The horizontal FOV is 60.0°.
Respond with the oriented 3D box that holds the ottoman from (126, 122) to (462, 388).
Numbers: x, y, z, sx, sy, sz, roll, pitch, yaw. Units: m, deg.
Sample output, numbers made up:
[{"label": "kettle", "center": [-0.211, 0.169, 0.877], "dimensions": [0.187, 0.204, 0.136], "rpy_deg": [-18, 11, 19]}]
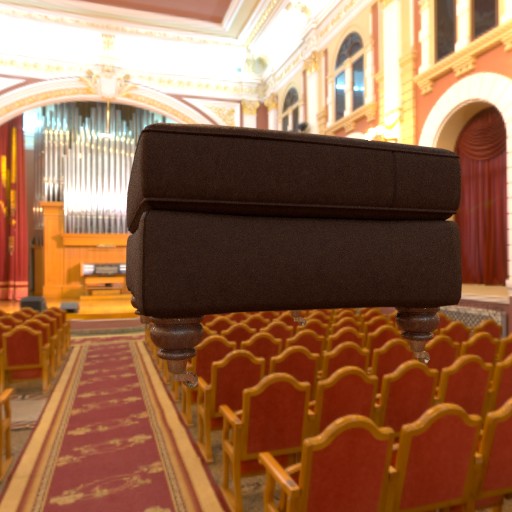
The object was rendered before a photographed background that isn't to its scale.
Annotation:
[{"label": "ottoman", "center": [0.000, 0.000, 1.760], "dimensions": [0.967, 0.730, 1.187], "rpy_deg": [0, -1, -18]}]
